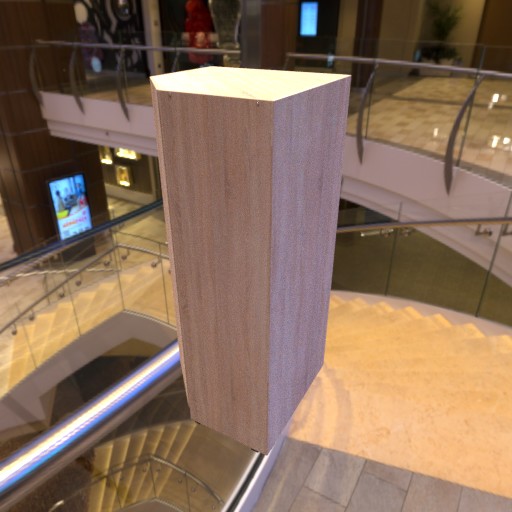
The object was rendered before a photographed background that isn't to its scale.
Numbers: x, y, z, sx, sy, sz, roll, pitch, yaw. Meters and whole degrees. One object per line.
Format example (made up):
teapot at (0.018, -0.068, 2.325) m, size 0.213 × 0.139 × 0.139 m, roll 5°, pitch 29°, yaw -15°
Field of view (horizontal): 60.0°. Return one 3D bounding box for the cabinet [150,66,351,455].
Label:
cabinet at (0.000, 0.000, 2.833) m, size 1.094 × 2.120 × 1.327 m, roll -8°, pitch 30°, yaw -14°
